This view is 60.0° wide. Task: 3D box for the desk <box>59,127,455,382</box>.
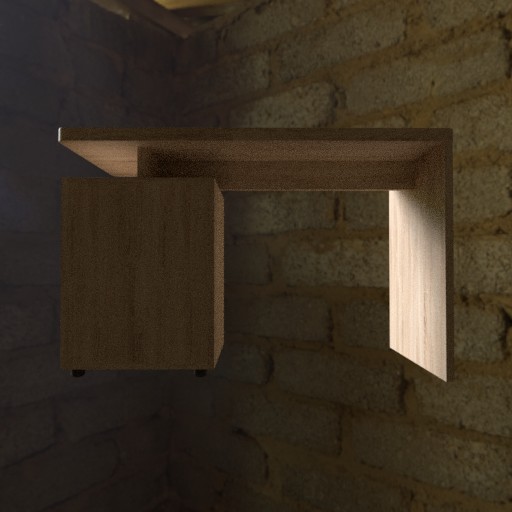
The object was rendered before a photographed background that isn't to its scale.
[{"bbox_3d":[0.000,0.000,1.596,1.200,0.760,0.550,0,-1,0],"label":"desk"}]
